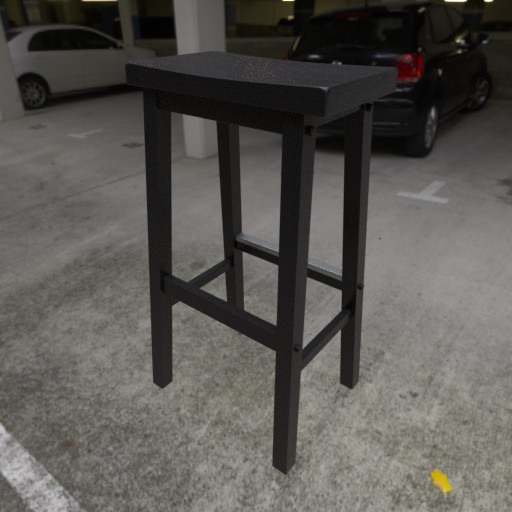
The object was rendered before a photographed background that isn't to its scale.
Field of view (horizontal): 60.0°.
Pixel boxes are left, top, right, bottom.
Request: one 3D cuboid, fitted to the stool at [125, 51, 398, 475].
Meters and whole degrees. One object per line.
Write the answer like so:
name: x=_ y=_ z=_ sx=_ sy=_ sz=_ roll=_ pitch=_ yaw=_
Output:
stool: x=0.000 y=0.000 z=0.928 sx=0.406 sy=0.742 sz=0.322 roll=22 pitch=37 yaw=32
